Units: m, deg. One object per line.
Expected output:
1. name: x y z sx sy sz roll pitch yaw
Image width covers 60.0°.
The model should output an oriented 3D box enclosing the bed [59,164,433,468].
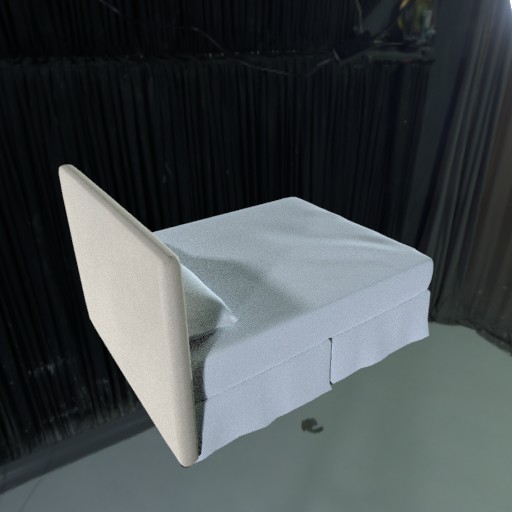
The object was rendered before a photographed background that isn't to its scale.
1. bed: 0.000 0.000 3.200 2.142 1.330 1.723 -18 33 -30
